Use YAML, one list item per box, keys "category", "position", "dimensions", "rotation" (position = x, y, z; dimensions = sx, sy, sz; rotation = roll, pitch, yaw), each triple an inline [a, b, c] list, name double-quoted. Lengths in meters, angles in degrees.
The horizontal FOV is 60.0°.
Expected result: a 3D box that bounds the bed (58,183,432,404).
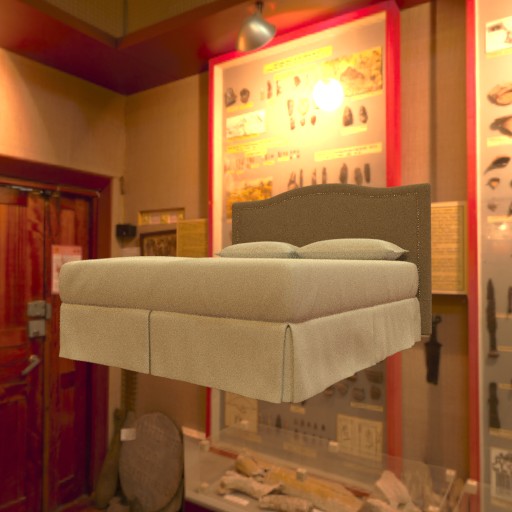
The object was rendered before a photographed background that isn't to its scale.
- category: "bed"
  position: [0.000, 0.000, 3.434]
  dimensions: [2.083, 1.421, 2.182]
  rotation: [-1, -1, 35]
